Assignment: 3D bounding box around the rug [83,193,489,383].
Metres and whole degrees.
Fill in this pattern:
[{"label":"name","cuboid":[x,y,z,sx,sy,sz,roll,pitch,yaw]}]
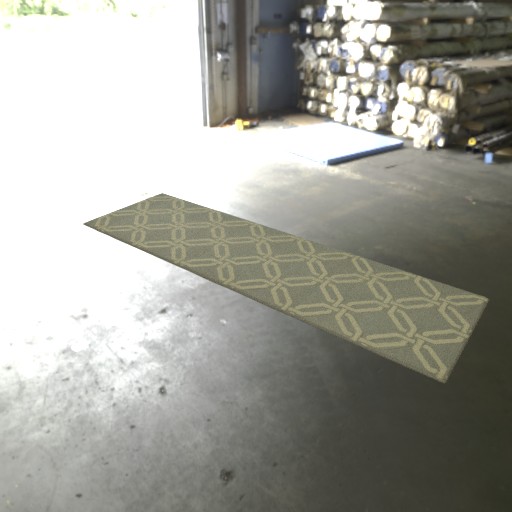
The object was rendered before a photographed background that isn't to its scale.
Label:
[{"label":"rug","cuboid":[0.000,0.000,2.471,2.276,0.014,0.678,20,35,32]}]
